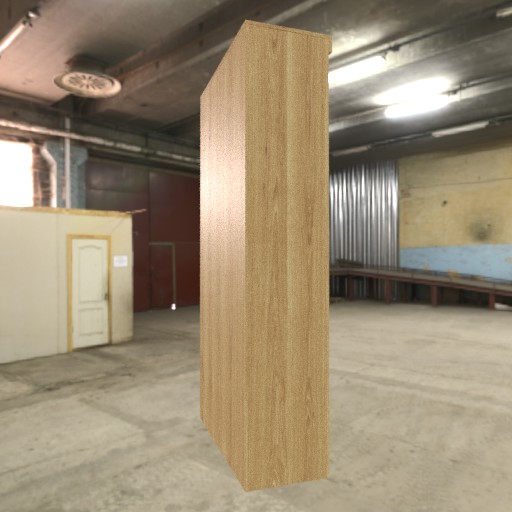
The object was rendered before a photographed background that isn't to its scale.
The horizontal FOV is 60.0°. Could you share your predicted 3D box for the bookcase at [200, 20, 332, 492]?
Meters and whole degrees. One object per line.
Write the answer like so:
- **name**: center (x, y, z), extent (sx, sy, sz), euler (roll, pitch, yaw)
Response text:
- **bookcase**: center (0.000, 0.000, 2.411), extent (0.420, 2.020, 0.950), euler (0, -1, -19)
